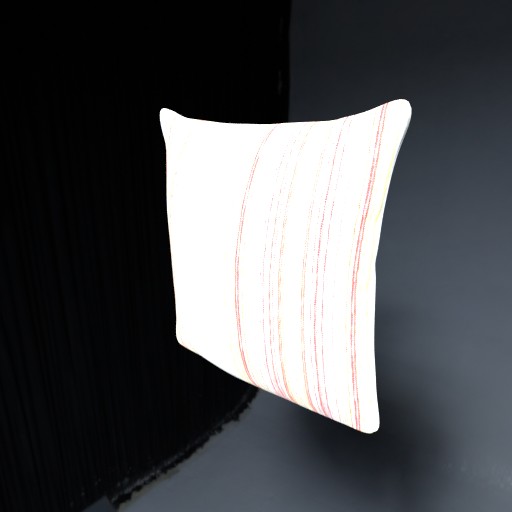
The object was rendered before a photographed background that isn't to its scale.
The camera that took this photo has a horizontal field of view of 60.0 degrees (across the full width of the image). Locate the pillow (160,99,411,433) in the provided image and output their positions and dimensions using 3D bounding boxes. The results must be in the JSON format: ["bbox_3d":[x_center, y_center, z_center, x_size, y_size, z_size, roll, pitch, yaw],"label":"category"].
[{"bbox_3d":[0.000,0.000,0.689,0.451,0.449,0.191,14,21,40],"label":"pillow"}]
